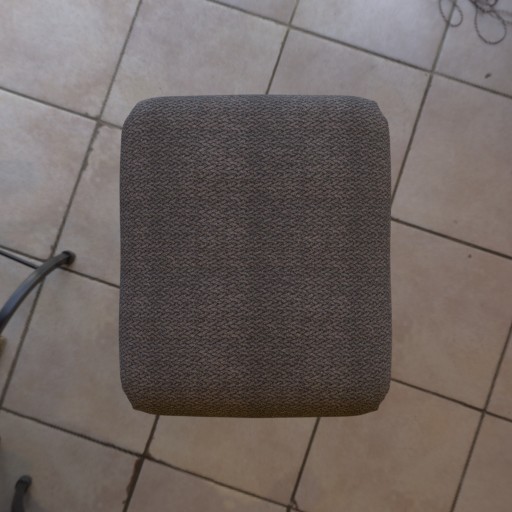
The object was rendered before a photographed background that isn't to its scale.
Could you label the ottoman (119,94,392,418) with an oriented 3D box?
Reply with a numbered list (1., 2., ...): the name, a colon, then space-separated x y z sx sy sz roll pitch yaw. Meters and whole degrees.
1. ottoman: 0.000 0.000 1.151 0.622 0.450 0.747 0 89 1
